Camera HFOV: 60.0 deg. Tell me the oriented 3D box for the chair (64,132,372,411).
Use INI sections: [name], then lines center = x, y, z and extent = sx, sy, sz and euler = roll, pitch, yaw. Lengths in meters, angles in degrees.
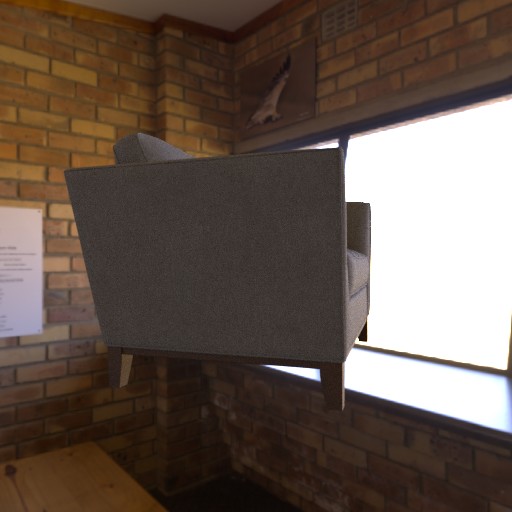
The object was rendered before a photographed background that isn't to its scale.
[chair]
center = 0.000, 0.000, 2.049
extent = 0.965, 0.942, 1.396
euler = 0, 0, 18
